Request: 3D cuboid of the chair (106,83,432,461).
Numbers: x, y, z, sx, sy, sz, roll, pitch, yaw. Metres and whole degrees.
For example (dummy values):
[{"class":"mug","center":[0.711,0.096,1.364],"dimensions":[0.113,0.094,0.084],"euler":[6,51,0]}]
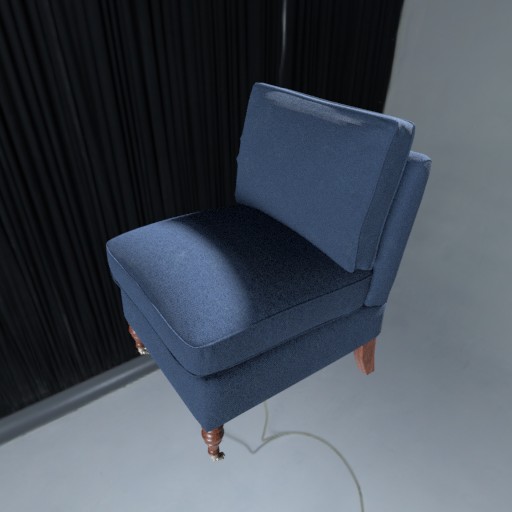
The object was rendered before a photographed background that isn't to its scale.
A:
[{"class":"chair","center":[0.000,0.000,1.617],"dimensions":[0.912,1.052,0.724],"euler":[-20,37,-29]}]
